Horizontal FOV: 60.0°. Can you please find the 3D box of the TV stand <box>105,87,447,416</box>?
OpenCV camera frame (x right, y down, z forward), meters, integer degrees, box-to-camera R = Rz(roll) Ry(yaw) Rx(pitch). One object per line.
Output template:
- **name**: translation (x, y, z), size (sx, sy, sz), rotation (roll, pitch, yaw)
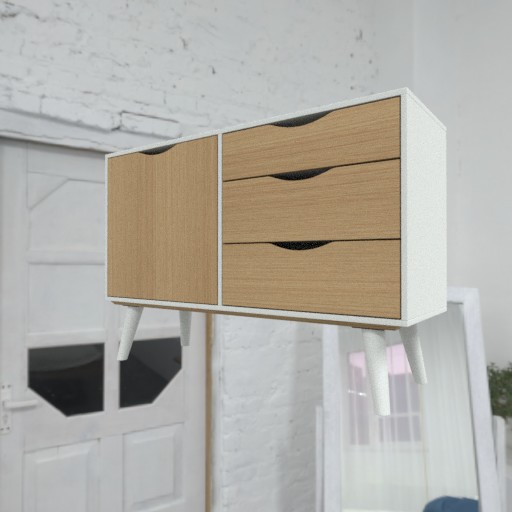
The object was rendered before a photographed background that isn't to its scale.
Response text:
- **TV stand**: translation (0.000, 0.000, 1.585), size (1.193, 0.812, 0.406), rotation (0, -1, 36)
